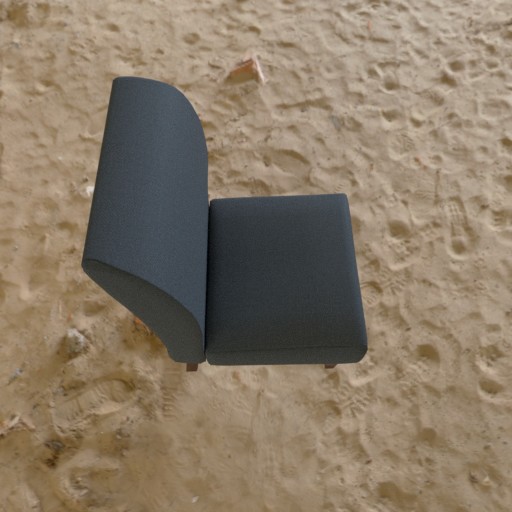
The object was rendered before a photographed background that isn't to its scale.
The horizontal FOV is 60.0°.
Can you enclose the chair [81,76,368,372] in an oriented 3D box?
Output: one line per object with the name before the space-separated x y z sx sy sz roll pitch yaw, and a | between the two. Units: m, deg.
chair | 0.000 0.000 1.172 0.592 0.804 0.513 -2 63 -1
